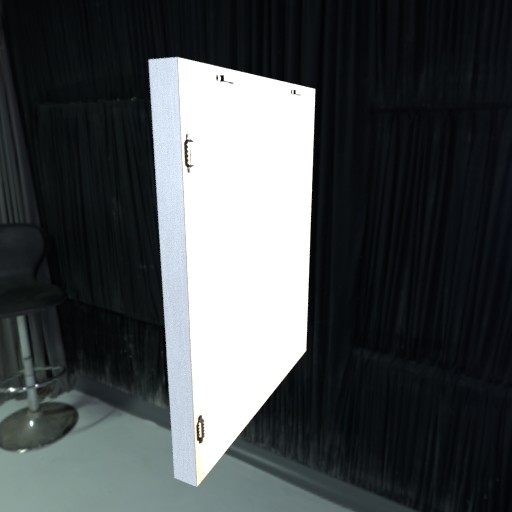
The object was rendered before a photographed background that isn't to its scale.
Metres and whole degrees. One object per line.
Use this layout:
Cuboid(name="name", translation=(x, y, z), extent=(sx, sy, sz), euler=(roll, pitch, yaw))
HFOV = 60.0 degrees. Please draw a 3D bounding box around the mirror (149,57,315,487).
Cuboid(name="mirror", translation=(0.000, 0.000, 0.679), extent=(0.041, 0.509, 0.406), euler=(8, 18, 25))
